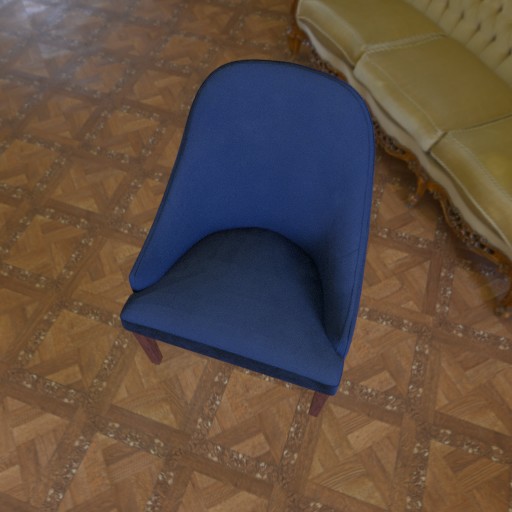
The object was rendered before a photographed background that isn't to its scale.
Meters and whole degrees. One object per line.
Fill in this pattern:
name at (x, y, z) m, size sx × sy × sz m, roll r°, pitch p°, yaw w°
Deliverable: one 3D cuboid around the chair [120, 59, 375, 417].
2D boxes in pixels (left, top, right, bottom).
chair at (0.000, 0.000, 1.285) m, size 0.643 × 0.889 × 0.575 m, roll 15°, pitch 58°, yaw 10°
